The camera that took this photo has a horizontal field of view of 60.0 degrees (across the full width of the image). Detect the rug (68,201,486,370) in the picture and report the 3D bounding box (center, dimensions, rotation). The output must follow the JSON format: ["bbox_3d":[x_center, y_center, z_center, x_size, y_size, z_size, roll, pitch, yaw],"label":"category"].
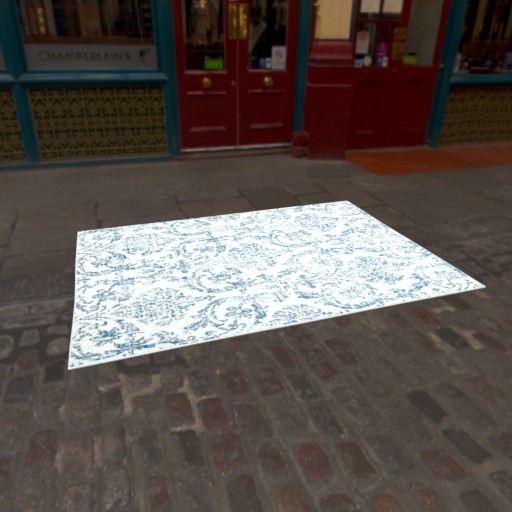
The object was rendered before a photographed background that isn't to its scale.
[{"bbox_3d":[0.000,0.000,2.852,2.197,0.014,1.586,-8,27,-17],"label":"rug"}]
